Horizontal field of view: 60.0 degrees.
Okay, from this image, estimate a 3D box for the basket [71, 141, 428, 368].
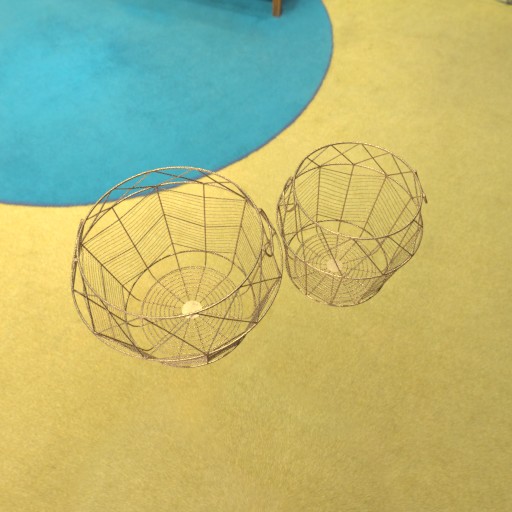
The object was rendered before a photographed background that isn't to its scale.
[{"bbox_3d":[0.000,0.000,1.047,0.805,0.343,0.451,-16,59,-10],"label":"basket"}]
